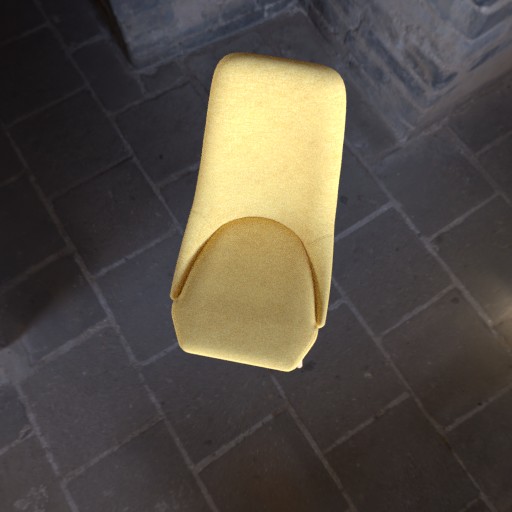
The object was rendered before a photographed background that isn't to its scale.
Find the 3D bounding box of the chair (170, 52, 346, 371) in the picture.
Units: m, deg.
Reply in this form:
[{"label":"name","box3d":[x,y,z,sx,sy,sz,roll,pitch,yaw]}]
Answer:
[{"label":"chair","box3d":[0.000,0.000,1.409,0.510,1.040,0.660,10,75,3]}]
